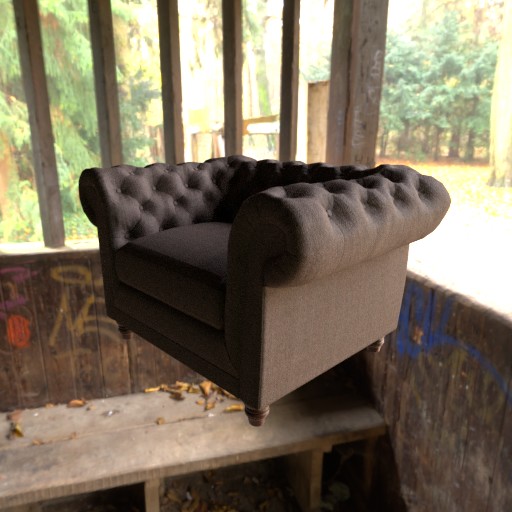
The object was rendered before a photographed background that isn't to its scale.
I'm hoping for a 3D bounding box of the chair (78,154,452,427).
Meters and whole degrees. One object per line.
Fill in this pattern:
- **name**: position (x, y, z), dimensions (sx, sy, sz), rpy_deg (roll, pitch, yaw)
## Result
- **chair**: position (0.000, 0.000, 1.868), dimensions (0.945, 0.780, 1.298), rpy_deg (-15, 22, -42)
